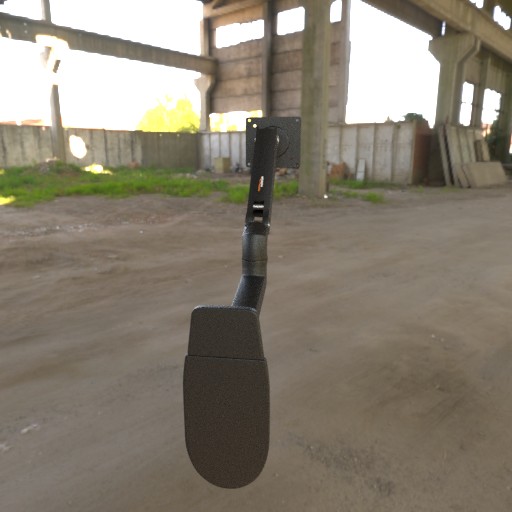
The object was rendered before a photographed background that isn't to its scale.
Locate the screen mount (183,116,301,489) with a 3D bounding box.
[{"bbox_3d":[0.000,0.000,0.725,0.115,0.466,0.495,2,14,8],"label":"screen mount"}]
